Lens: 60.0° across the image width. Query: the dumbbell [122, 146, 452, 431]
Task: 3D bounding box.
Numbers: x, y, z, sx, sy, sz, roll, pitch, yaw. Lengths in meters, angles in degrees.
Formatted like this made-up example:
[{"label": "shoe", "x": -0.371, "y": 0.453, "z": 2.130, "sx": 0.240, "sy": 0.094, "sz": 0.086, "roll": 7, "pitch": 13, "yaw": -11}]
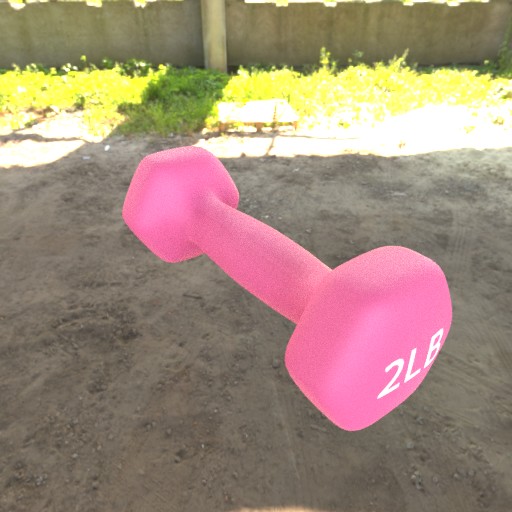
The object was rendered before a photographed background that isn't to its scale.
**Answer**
[{"label": "dumbbell", "x": 0.000, "y": 0.000, "z": 0.173, "sx": 0.058, "sy": 0.053, "sz": 0.146, "roll": -21, "pitch": 37, "yaw": -30}]
